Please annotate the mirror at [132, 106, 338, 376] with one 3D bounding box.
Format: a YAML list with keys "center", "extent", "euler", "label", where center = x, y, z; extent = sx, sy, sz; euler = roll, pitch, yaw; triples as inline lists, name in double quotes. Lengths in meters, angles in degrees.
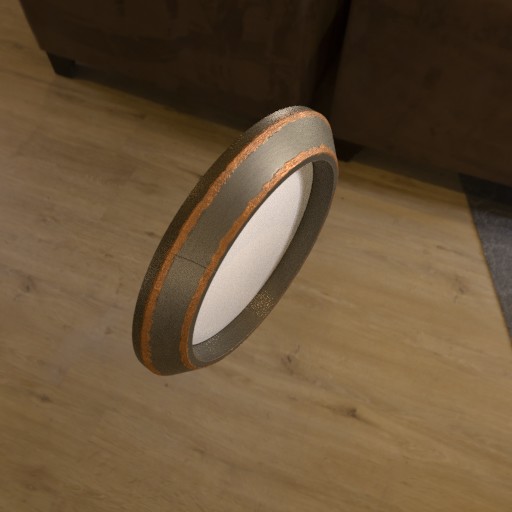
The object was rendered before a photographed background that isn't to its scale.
- center: [0.000, 0.000, 1.365]
  extent: [0.111, 0.907, 0.907]
  euler: [33, 64, 19]
  label: "mirror"
